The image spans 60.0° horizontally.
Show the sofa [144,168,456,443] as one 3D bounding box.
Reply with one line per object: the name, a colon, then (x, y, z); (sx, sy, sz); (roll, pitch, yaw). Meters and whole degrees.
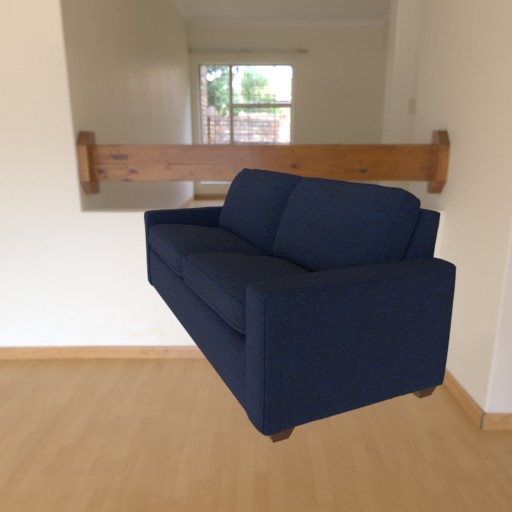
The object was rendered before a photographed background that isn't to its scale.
sofa: (0.000, 0.000, 2.572); (0.940, 0.919, 2.080); (-6, 16, -24)
